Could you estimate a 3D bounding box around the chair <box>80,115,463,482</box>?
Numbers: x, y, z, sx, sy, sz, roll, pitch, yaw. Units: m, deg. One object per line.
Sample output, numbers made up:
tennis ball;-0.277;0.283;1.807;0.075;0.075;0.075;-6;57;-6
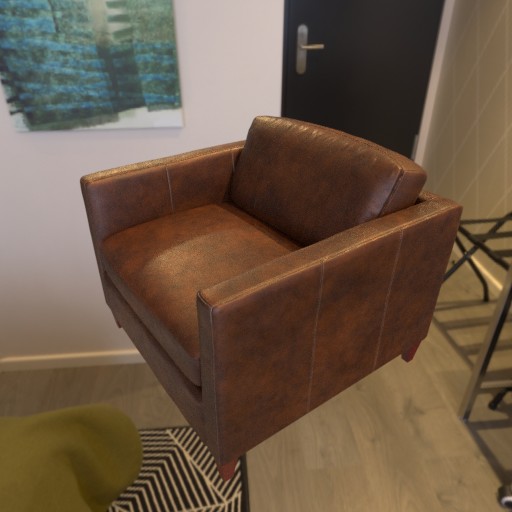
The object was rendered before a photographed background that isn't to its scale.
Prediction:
chair;0.000;0.000;1.679;0.975;0.864;0.990;-20;37;-30
